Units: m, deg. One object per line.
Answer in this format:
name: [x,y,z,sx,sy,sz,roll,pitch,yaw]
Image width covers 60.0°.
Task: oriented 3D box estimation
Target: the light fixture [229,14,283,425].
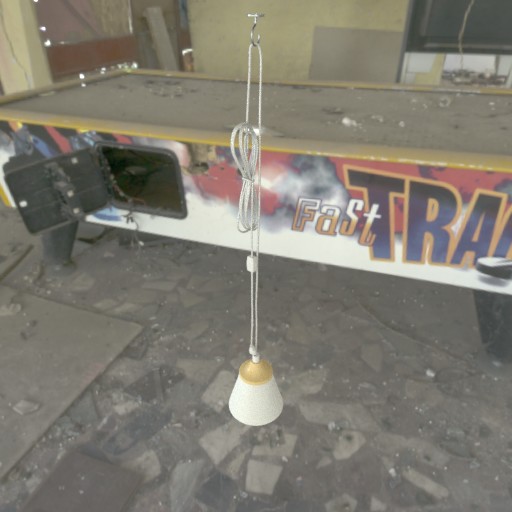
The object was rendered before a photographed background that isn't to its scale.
light fixture: [0.000,0.000,1.008,0.153,0.966,0.153,-18,35,-28]
